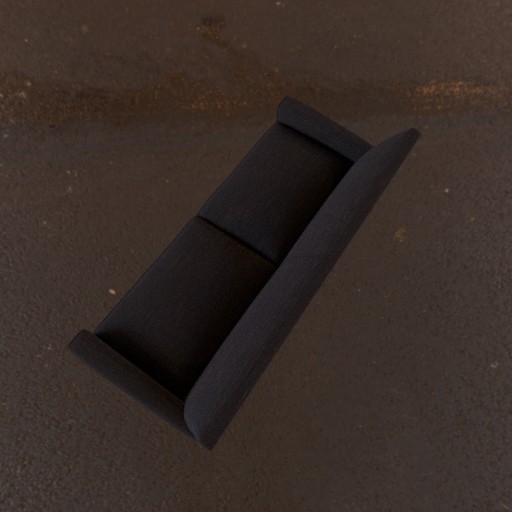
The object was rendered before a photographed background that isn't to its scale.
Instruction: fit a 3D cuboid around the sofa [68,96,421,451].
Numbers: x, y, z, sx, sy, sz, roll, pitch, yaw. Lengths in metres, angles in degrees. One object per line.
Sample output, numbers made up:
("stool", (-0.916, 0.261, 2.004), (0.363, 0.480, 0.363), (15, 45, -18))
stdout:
("sofa", (0.000, 0.000, 2.521), (0.875, 0.846, 1.976), (32, 68, 14))
